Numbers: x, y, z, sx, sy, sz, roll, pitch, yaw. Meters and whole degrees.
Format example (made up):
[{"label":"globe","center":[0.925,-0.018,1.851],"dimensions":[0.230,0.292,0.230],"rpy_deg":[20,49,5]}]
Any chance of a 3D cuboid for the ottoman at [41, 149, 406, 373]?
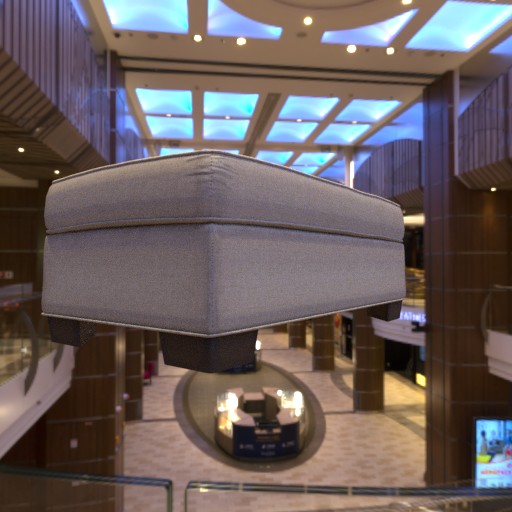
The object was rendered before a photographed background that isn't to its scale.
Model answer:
[{"label":"ottoman","center":[0.000,0.000,1.424],"dimensions":[0.617,0.461,1.097],"rpy_deg":[-1,-1,37]}]
